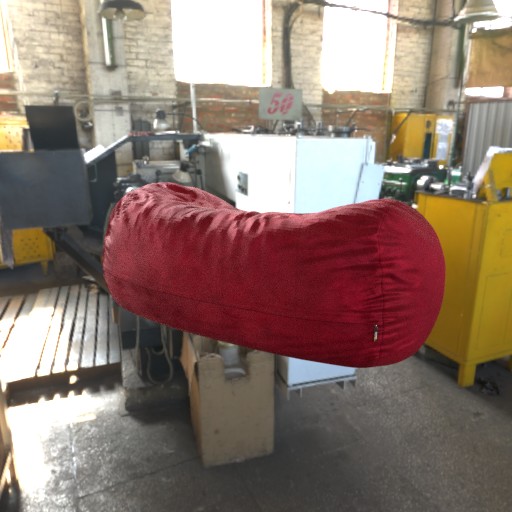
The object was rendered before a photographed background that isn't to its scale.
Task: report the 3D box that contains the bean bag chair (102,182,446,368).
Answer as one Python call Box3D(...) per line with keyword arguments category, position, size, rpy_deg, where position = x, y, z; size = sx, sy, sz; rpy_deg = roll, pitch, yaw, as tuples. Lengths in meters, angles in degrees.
Box3D(category="bean bag chair", position=(0.000, 0.000, 2.897), size=(2.293, 0.867, 1.216), rpy_deg=(9, 18, 28))
